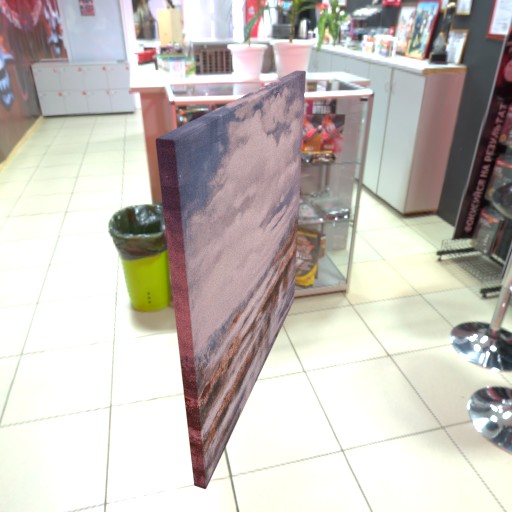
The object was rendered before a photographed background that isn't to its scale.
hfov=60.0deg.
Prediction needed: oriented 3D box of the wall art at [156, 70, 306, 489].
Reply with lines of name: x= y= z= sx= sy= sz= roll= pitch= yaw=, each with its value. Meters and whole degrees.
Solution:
wall art: x=0.000 y=0.000 z=1.459 sx=0.040 sy=1.020 sz=1.010 roll=10 pitch=31 yaw=16
